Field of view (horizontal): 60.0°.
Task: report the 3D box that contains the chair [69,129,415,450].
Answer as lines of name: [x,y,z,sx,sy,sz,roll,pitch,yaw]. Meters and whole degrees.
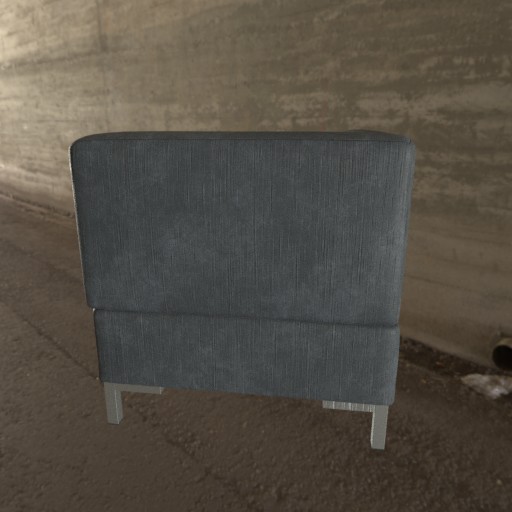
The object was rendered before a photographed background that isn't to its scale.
chair: [0.000,0.000,1.205,0.680,0.660,0.680,2,17,8]
